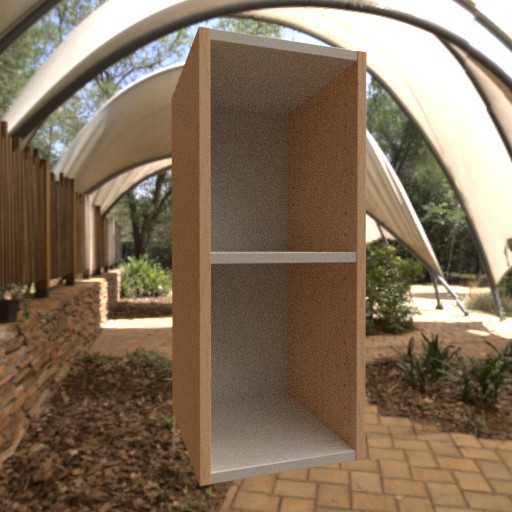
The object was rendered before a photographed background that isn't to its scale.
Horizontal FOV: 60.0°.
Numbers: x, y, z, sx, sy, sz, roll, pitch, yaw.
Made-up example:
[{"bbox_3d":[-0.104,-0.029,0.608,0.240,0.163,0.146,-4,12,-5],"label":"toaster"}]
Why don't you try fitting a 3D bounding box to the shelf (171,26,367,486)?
[{"bbox_3d":[0.000,0.000,0.753,0.250,0.600,0.290,0,1,-18],"label":"shelf"}]
